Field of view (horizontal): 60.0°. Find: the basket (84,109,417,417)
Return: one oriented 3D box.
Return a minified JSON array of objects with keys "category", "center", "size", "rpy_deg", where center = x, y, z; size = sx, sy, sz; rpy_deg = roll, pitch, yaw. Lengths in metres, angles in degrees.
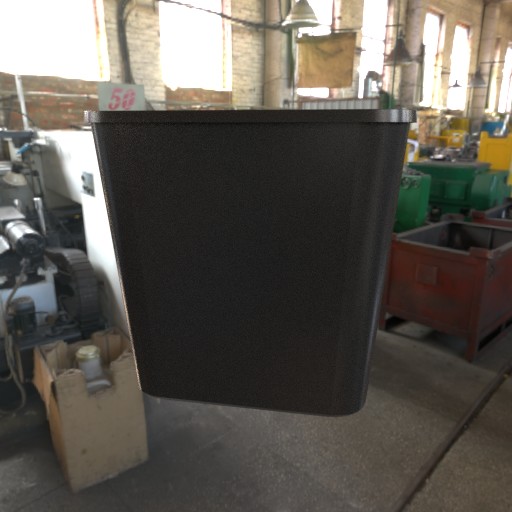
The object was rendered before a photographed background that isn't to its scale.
[{"category":"basket","center":[0.000,0.000,0.501],"size":[0.300,0.307,0.211],"rpy_deg":[3,16,10]}]
